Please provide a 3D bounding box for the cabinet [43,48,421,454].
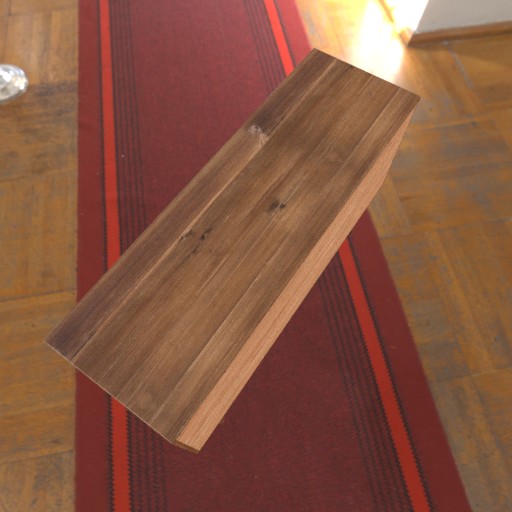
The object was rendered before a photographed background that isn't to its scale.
[{"bbox_3d":[0.000,0.000,1.752,0.472,0.800,1.400,32,68,15],"label":"cabinet"}]
